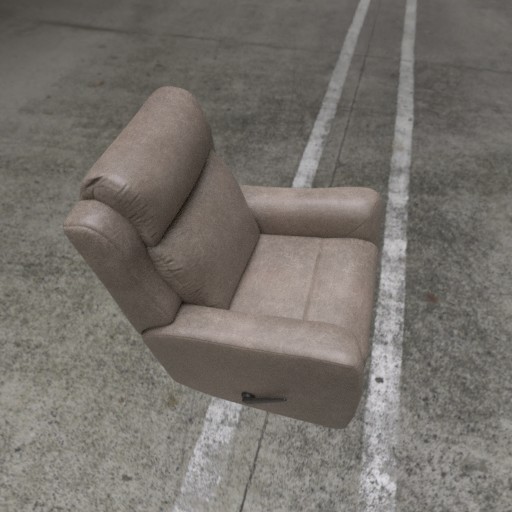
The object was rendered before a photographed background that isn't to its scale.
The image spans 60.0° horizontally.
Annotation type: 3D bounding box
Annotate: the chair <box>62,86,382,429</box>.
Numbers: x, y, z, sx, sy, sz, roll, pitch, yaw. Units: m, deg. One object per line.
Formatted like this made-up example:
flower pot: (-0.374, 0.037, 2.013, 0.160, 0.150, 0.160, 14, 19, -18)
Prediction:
chair: (0.000, 0.000, 1.882, 1.068, 1.116, 0.967, 11, 49, 10)
